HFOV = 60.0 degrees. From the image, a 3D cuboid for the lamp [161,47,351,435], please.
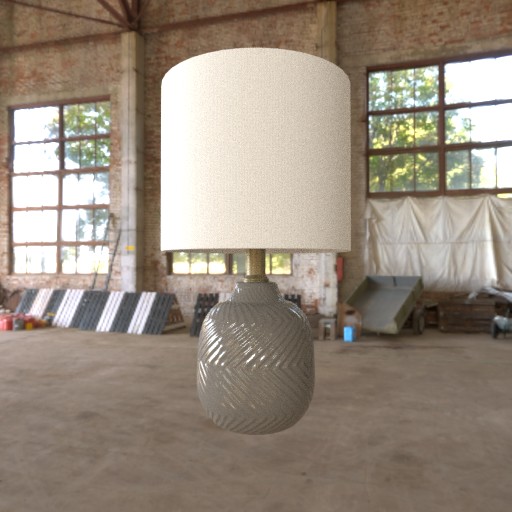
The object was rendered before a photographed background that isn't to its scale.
[{"bbox_3d":[0.000,0.000,0.492,0.207,0.366,0.207,-1,-1,35],"label":"lamp"}]
